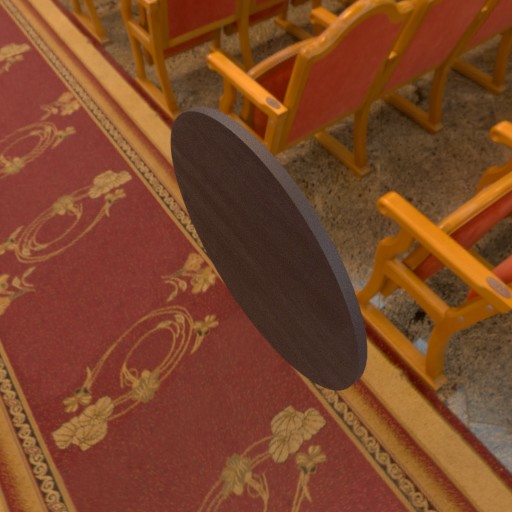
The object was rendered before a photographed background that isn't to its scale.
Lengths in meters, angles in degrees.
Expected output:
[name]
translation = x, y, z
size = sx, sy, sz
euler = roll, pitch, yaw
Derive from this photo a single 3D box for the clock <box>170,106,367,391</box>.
[clock]
translation = 0.000, 0.000, 0.872
size = 0.029, 0.595, 0.595
euler = -31, 63, -18
